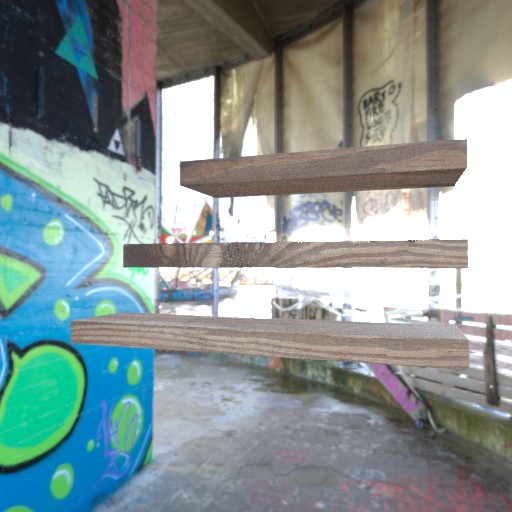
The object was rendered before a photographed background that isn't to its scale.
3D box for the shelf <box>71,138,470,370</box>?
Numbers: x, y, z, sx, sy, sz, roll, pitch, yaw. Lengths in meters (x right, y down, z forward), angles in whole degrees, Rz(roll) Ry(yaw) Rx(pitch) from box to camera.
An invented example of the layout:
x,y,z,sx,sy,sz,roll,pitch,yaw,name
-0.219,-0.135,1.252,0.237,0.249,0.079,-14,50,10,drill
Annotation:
x,y,z,sx,sy,sz,roll,pitch,yaw,name
0.000,0.000,0.719,0.610,0.293,0.140,0,-1,18,shelf
